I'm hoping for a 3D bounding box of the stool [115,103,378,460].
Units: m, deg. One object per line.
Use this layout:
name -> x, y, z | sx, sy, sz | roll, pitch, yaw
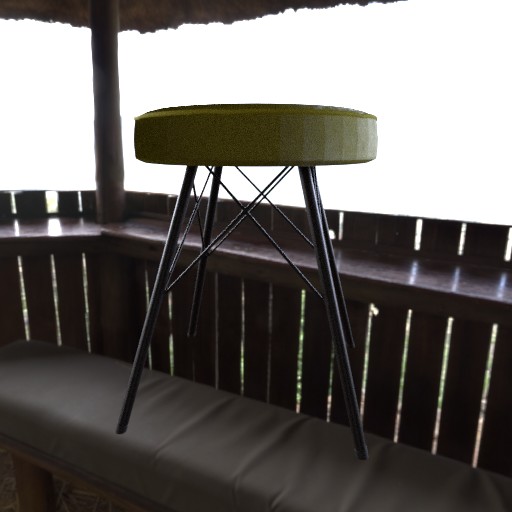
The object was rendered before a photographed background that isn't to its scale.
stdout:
stool -> 0.000, 0.000, 0.814 | 0.409, 0.508, 0.409 | 2, 14, 9
